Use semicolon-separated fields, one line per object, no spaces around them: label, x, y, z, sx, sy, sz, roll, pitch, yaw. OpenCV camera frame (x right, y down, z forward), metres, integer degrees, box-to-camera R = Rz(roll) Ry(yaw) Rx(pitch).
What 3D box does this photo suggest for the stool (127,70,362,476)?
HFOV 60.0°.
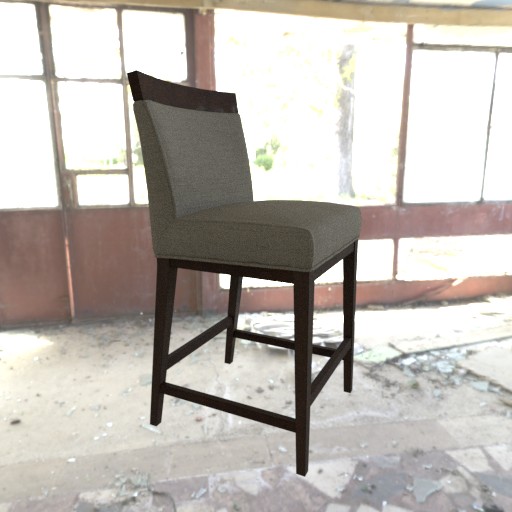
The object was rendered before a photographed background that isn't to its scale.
stool;0.000;0.000;1.341;0.531;1.009;0.512;7;15;26
